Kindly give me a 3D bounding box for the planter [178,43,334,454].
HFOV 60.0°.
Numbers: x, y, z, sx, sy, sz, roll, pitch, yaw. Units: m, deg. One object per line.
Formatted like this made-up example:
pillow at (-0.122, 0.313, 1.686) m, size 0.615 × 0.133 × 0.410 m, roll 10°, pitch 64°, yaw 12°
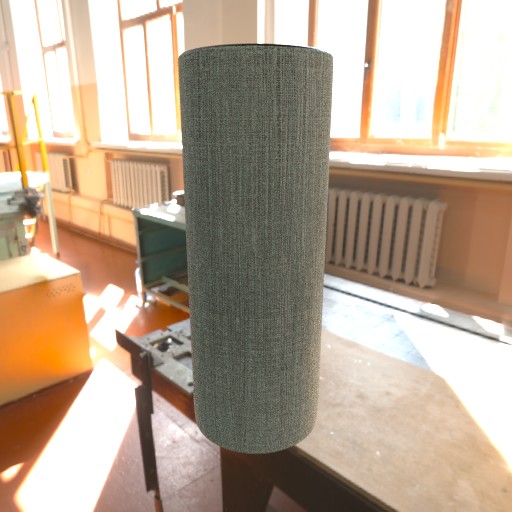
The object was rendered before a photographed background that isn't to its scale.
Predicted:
planter at (0.000, 0.000, 0.326) m, size 0.100 × 0.270 × 0.100 m, roll -3°, pitch 17°, yaw -9°
